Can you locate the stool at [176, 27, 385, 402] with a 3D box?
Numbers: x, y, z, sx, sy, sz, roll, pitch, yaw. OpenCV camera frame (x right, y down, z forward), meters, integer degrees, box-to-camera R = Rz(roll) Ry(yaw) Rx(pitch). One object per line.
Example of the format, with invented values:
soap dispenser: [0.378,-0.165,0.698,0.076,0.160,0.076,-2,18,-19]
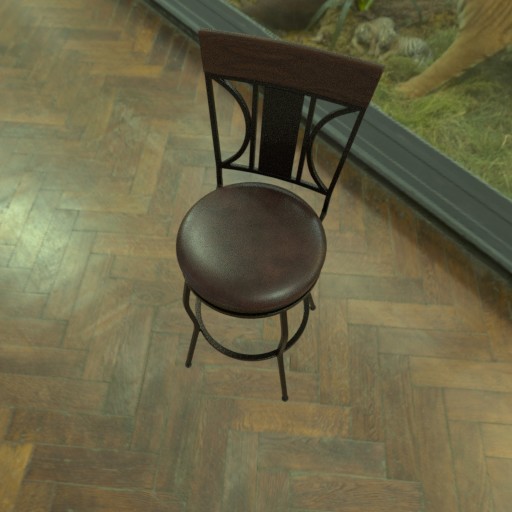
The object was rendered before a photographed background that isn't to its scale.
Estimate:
stool: [0.000,0.000,1.385,0.448,1.130,0.513,16,60,10]
